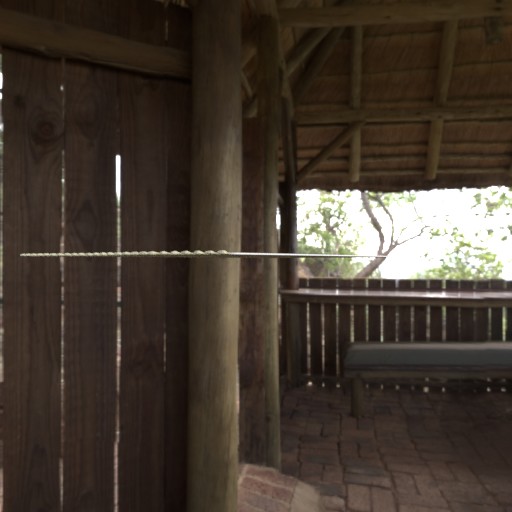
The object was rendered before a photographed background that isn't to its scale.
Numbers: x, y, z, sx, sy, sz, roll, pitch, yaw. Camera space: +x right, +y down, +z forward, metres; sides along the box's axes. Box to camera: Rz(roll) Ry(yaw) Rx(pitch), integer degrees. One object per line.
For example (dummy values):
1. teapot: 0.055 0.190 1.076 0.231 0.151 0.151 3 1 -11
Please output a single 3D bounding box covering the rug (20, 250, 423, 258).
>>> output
1. rug: 0.000 0.000 2.310 1.162 0.013 1.875 0 -1 37
